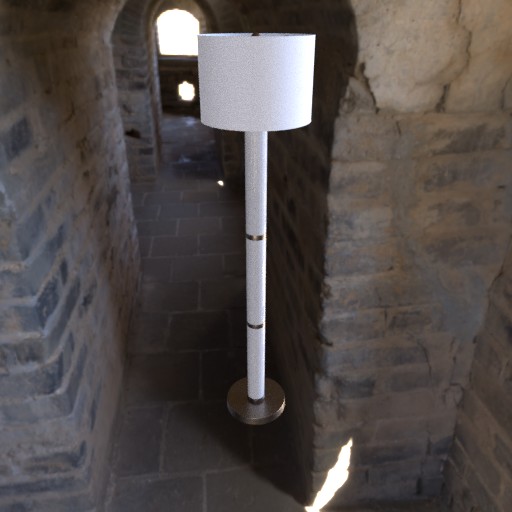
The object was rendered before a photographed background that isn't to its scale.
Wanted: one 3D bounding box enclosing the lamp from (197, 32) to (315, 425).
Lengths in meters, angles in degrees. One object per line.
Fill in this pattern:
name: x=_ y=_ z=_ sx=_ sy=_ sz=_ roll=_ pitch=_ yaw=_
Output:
lamp: x=0.000 y=0.000 z=1.776 sx=0.377 sy=1.599 sz=0.377 roll=19 pitch=33 yaw=32
